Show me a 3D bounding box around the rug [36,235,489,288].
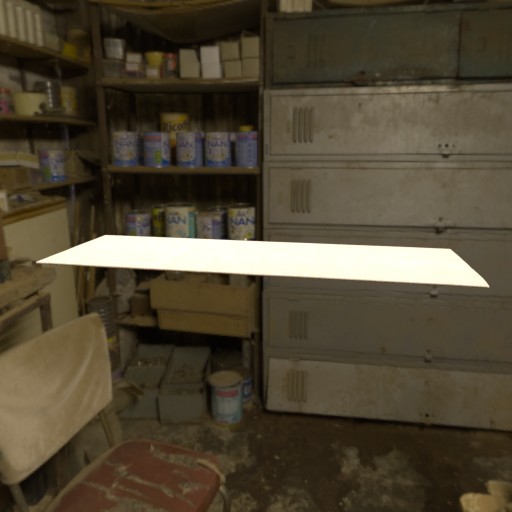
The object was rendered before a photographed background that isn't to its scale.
[{"bbox_3d":[0.000,0.000,2.721,2.450,0.014,0.793,3,15,10],"label":"rug"}]
